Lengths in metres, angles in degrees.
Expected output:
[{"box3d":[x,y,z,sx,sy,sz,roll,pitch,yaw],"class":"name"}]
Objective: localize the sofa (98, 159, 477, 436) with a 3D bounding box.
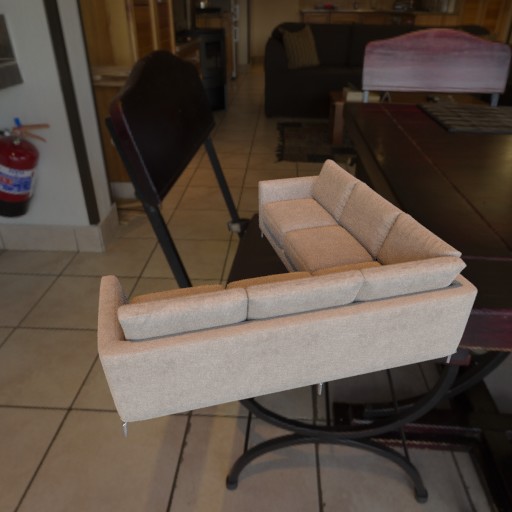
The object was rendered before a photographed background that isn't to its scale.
[{"box3d":[0.000,0.000,3.742,2.438,0.864,2.438,-8,30,-13],"class":"sofa"}]
